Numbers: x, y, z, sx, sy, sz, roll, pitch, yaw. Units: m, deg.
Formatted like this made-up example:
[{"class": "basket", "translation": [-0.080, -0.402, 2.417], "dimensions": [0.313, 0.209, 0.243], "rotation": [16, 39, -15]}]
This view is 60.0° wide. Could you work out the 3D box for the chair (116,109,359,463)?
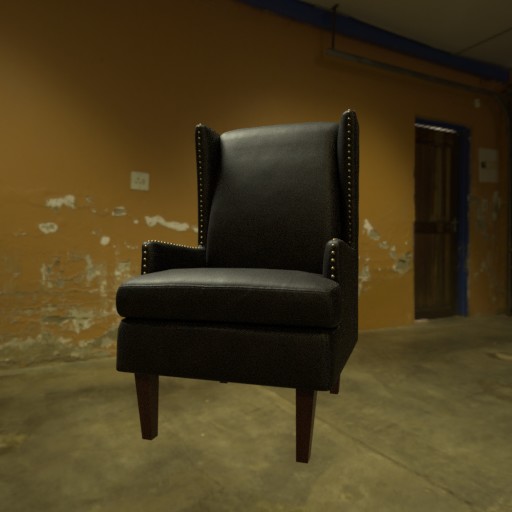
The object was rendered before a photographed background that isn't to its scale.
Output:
[{"class": "chair", "translation": [0.000, 0.000, 1.635], "dimensions": [0.703, 1.142, 0.799], "rotation": [0, 0, 18]}]
